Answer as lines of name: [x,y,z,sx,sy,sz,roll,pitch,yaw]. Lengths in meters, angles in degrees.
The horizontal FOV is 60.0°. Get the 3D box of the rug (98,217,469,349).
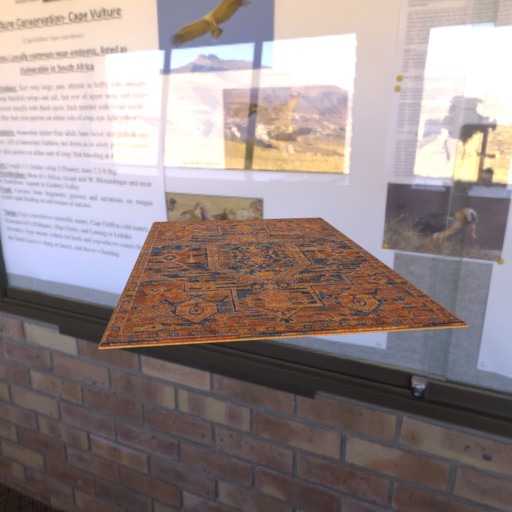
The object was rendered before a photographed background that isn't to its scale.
rug: [0.000,0.000,2.182,1.148,0.013,1.758,-2,16,-7]
